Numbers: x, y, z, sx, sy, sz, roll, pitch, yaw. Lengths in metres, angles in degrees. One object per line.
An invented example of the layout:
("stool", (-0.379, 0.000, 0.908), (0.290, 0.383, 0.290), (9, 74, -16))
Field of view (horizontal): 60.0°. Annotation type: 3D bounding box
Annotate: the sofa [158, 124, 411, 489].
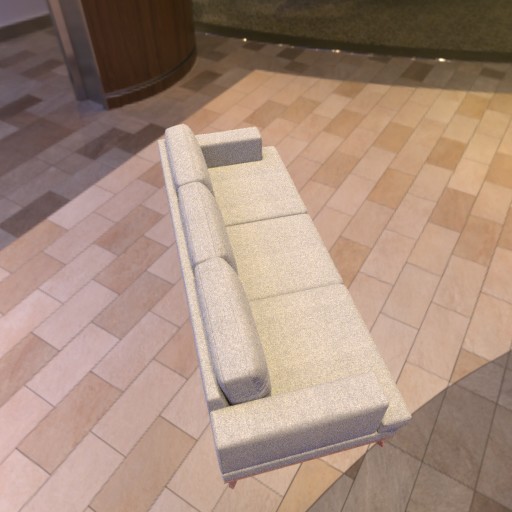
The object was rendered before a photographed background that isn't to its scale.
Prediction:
("sofa", (0.000, 0.000, 2.712), (0.920, 0.810, 2.310), (-11, 48, -10))
